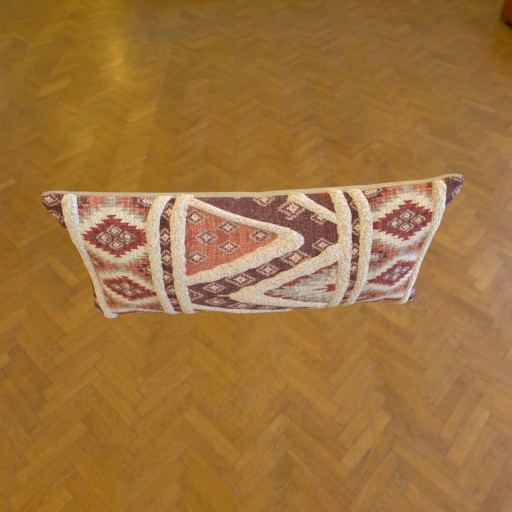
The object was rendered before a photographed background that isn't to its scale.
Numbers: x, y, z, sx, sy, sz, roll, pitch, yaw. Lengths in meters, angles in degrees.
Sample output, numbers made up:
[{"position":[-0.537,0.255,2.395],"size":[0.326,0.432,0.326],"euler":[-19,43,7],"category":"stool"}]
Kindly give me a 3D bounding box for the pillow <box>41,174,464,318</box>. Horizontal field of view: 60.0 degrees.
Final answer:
[{"position":[0.000,0.000,0.731],"size":[0.608,0.295,0.161],"euler":[-2,47,-2],"category":"pillow"}]
